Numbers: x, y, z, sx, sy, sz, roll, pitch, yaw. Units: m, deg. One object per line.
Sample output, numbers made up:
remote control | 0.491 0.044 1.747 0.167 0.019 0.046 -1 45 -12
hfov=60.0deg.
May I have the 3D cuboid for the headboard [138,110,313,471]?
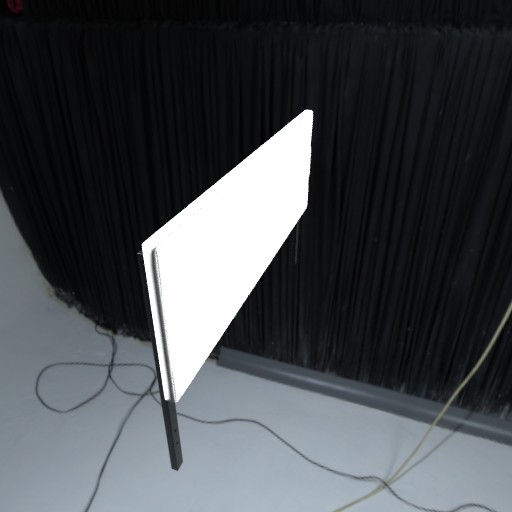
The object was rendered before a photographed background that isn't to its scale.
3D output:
headboard | 0.000 0.000 2.943 0.120 1.410 2.362 11 32 18
